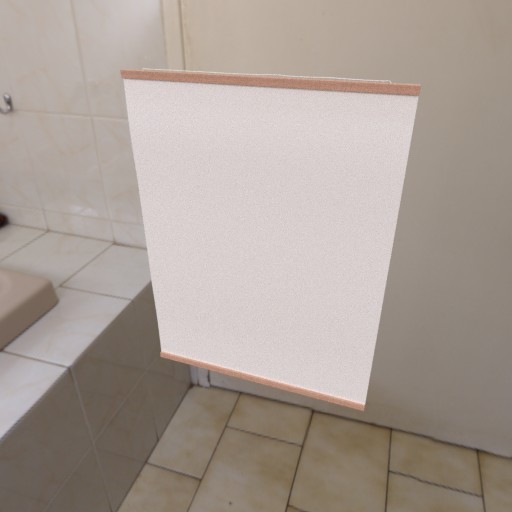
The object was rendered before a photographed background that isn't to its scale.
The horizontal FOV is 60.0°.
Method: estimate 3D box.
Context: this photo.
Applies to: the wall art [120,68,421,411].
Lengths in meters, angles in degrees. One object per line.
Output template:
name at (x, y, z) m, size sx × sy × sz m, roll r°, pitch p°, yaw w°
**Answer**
wall art at (0.000, 0.000, 1.319) m, size 0.758 × 1.013 × 0.020 m, roll 10°, pitch 31°, yaw 17°
